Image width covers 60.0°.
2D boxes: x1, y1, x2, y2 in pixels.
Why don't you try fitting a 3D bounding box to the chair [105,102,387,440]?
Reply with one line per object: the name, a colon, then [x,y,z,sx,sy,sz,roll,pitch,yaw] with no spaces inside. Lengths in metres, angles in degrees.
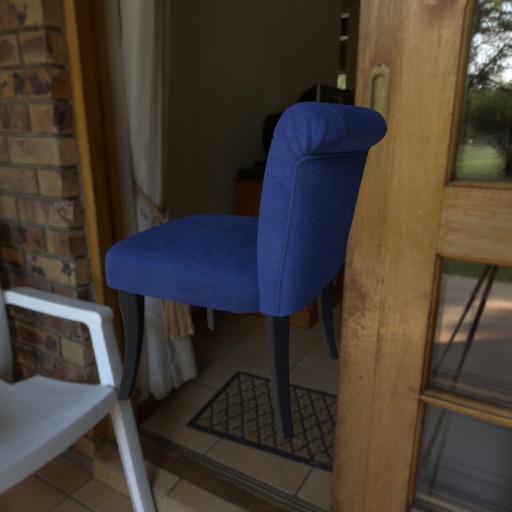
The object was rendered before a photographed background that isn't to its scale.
chair: [0.000,0.000,1.192,0.606,0.753,0.585,8,18,24]
